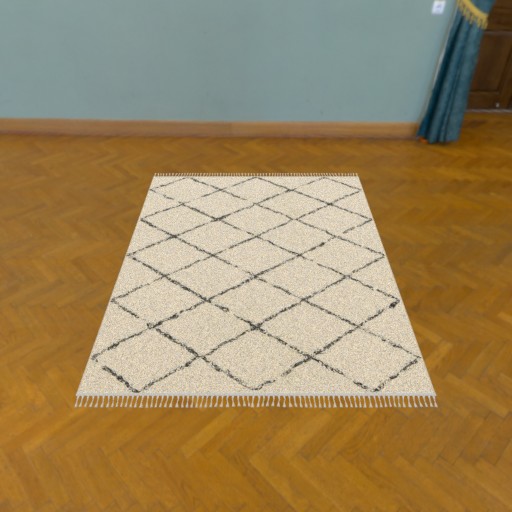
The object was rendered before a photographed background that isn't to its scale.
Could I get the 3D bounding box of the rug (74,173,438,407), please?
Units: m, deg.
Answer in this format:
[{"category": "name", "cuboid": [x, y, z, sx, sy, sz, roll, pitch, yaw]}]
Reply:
[{"category": "rug", "cuboid": [0.000, 0.000, 4.033, 2.380, 0.013, 3.051, 0, 40, 0]}]
